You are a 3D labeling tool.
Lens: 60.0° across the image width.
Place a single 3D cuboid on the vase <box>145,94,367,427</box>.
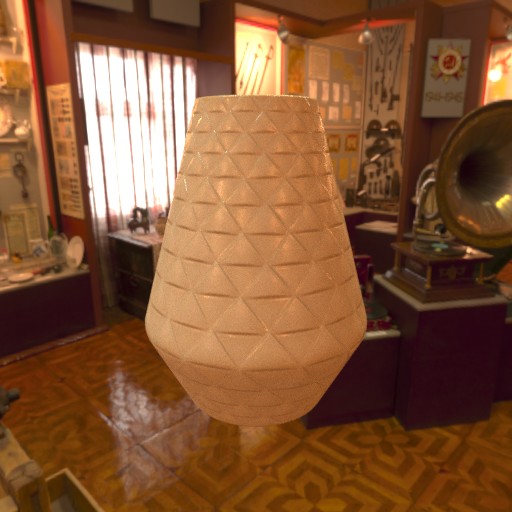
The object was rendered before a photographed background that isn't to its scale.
[{"bbox_3d":[0.000,0.000,0.346,0.175,0.230,0.175,0,15,0],"label":"vase"}]
